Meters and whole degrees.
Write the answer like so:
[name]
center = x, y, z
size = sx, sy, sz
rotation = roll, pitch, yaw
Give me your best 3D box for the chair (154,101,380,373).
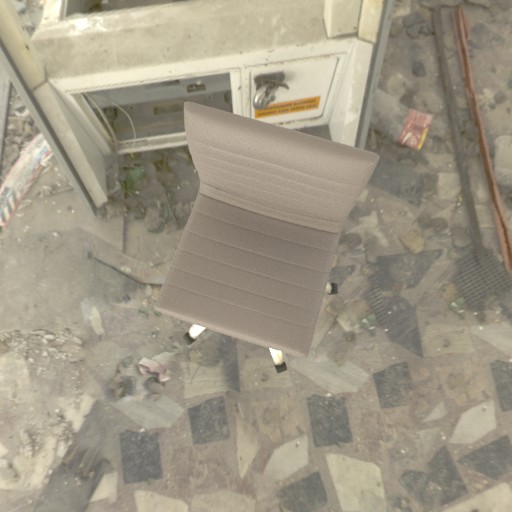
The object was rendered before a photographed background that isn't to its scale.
[chair]
center = 0.000, 0.000, 1.172
size = 0.556, 0.780, 0.530
rotation = 17, 76, 4
